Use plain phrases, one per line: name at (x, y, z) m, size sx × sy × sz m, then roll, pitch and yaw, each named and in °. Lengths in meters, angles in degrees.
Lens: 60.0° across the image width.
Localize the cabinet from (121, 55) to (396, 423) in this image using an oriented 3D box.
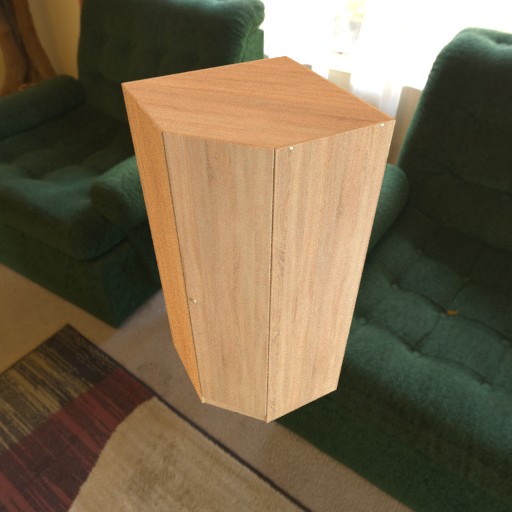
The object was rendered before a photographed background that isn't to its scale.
cabinet at (0.000, 0.000, 2.828) m, size 1.327 × 2.120 × 1.094 m, roll 12°, pitch 43°, yaw 13°
